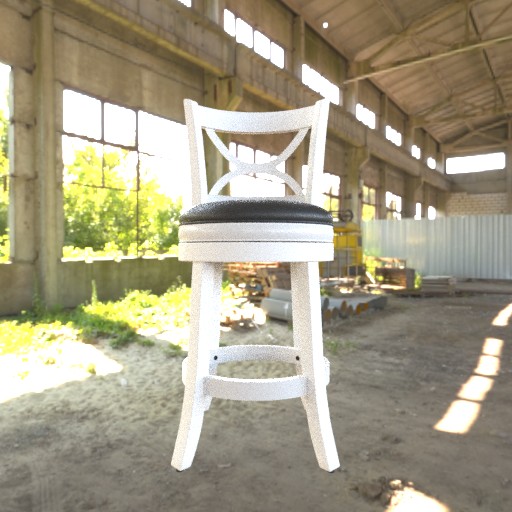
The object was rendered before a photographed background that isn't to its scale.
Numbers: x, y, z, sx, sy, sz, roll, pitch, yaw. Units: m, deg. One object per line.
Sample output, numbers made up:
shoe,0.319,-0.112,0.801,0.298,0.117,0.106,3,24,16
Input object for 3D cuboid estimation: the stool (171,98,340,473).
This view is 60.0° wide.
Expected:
stool,0.000,0.000,1.211,0.444,0.953,0.508,0,1,1
